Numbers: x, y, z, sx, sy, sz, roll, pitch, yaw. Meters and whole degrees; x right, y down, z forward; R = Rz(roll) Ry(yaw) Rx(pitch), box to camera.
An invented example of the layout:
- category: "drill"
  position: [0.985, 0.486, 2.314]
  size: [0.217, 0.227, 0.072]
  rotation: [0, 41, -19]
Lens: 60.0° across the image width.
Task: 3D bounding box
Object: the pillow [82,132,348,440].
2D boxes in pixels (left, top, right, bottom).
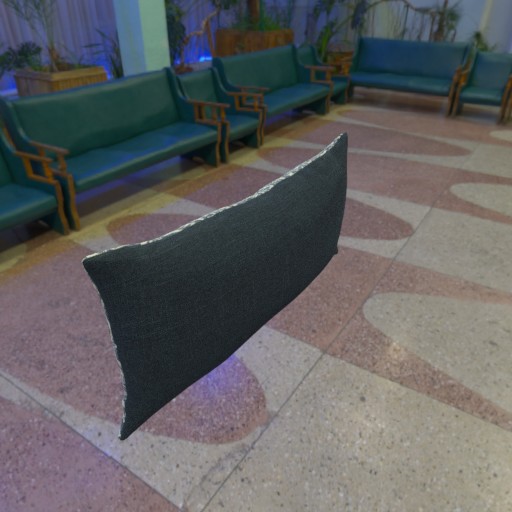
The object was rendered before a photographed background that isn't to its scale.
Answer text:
- category: "pillow"
  position: [0.000, 0.000, 0.752]
  size: [0.148, 0.292, 0.631]
  rotation: [21, 37, 31]
